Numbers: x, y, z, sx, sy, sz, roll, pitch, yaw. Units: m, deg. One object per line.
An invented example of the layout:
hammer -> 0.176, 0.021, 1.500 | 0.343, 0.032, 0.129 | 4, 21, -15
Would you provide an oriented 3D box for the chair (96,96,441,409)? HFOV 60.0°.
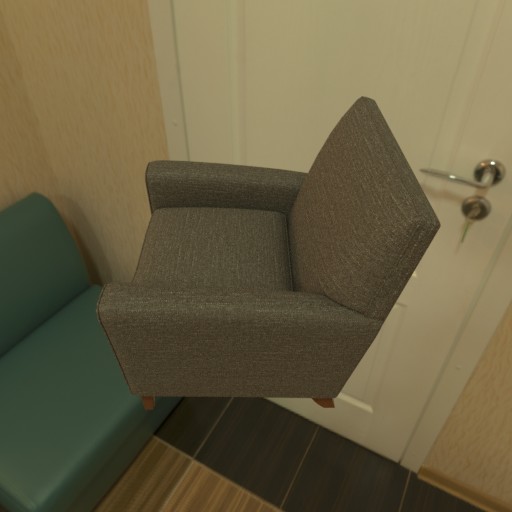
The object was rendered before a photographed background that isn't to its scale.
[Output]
chair -> 0.000, 0.000, 1.609 | 0.875, 0.885, 0.838 | 0, 41, 0
